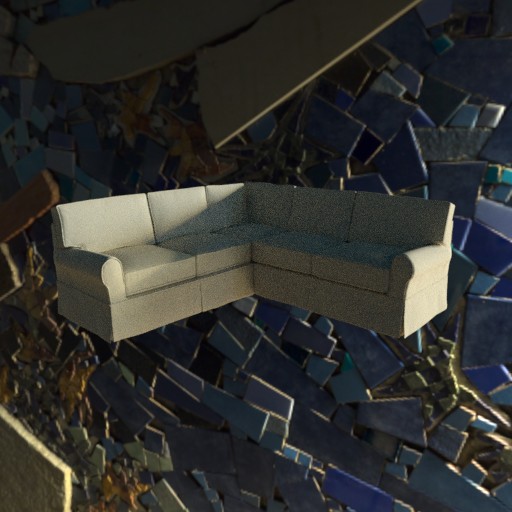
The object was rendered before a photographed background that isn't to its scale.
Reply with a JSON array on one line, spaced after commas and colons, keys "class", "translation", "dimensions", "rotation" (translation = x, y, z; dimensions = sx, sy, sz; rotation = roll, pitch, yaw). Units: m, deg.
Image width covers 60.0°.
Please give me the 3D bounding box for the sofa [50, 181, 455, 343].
[{"class": "sofa", "translation": [0.000, 0.000, 3.980], "dimensions": [2.597, 1.070, 2.591], "rotation": [13, 19, 41]}]
